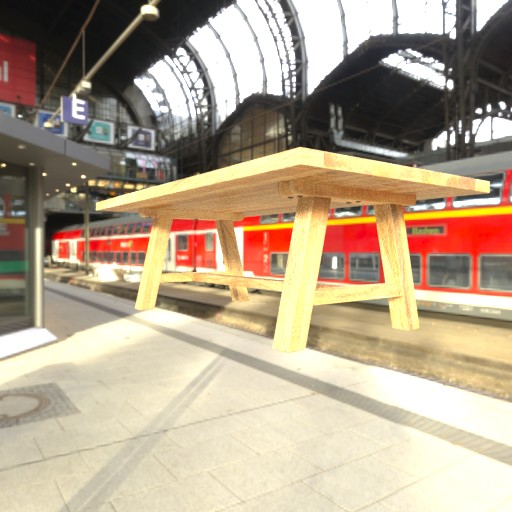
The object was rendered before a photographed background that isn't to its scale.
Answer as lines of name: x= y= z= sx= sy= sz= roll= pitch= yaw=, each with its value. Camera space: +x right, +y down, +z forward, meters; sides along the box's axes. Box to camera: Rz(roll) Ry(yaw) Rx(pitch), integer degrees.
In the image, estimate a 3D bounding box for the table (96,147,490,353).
table: x=0.000 y=0.000 z=1.631 sx=0.760 sy=0.455 sz=1.320 roll=-1 pitch=1 yaw=-36
